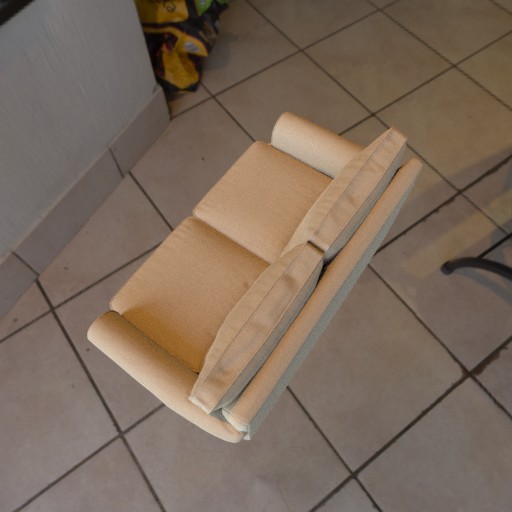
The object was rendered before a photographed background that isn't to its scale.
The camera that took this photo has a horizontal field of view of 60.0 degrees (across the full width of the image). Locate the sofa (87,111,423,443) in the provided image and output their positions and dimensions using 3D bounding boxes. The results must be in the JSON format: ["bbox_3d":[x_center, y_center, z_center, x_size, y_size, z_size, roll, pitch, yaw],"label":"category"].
[{"bbox_3d":[0.000,0.000,2.291,0.964,0.937,1.665,32,68,15],"label":"sofa"}]
